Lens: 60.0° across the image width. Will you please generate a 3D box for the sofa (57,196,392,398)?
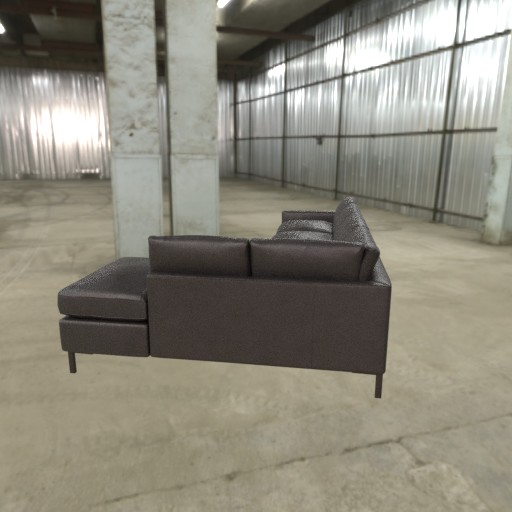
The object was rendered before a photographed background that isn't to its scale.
[{"bbox_3d":[0.000,0.000,3.901,1.938,0.877,2.984,2,14,9],"label":"sofa"}]
